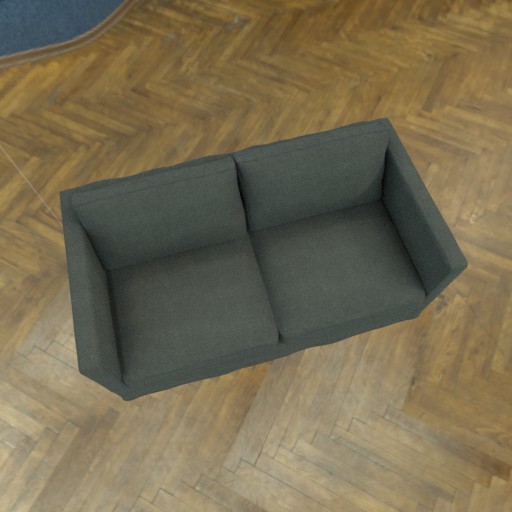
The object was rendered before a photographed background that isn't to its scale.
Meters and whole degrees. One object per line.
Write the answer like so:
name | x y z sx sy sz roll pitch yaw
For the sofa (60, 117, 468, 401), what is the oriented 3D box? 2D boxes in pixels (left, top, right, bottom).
sofa | 0.000 0.000 2.366 1.802 0.854 0.974 -14 65 -7
